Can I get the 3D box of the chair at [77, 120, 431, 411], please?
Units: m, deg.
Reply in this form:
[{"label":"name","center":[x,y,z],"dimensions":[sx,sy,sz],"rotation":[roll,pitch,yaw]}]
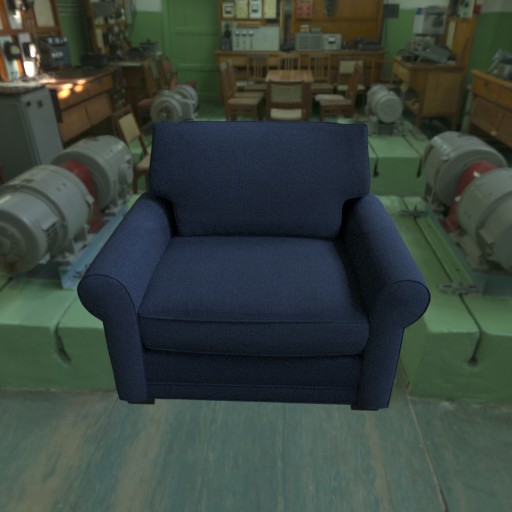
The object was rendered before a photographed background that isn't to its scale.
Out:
[{"label":"chair","center":[0.000,0.000,2.014],"dimensions":[1.285,1.044,0.963],"rotation":[1,29,2]}]
